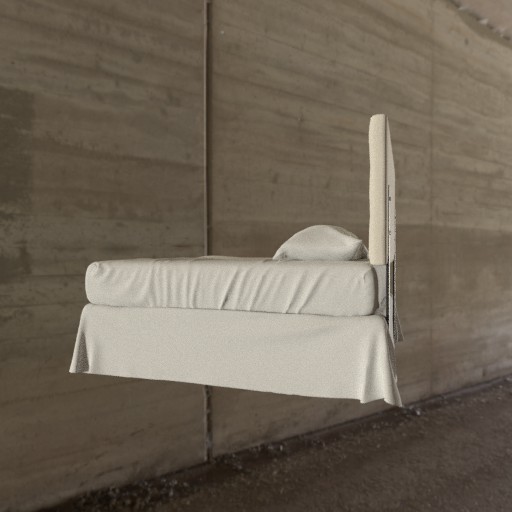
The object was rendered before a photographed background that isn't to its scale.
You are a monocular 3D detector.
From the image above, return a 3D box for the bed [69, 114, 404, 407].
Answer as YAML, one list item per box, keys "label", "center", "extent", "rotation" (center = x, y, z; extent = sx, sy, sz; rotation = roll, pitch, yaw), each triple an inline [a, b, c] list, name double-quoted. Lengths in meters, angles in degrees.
- label: "bed"
  center: [0.000, 0.000, 3.507]
  extent: [2.222, 1.577, 1.936]
  rotation: [0, 0, 19]
